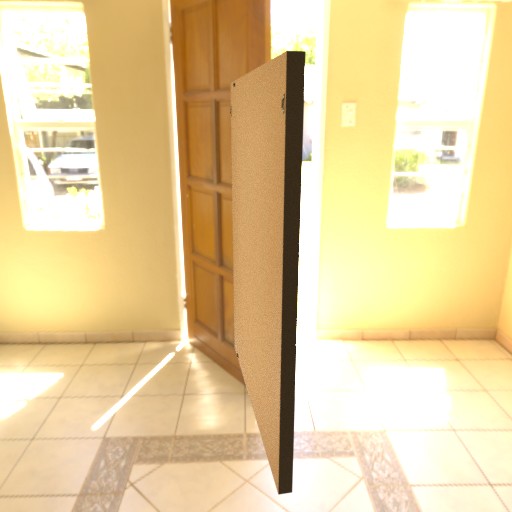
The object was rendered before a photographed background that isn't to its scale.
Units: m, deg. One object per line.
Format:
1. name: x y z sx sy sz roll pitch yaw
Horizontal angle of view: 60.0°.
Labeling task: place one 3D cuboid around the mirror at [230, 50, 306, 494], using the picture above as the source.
1. mirror: 0.000 0.000 1.318 0.041 1.016 0.762 -3 17 -10
